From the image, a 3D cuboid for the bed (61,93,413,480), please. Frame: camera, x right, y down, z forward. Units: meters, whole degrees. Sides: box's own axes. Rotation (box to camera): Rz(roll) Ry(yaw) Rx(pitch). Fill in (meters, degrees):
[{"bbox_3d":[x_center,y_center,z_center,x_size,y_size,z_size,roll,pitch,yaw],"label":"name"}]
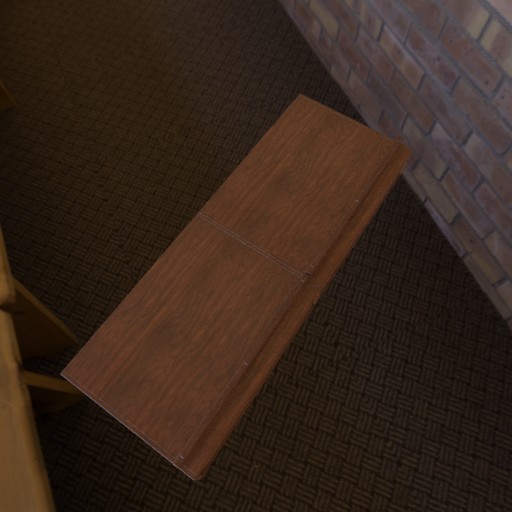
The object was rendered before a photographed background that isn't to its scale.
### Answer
[{"bbox_3d":[0.000,0.000,2.378,0.787,0.326,2.057,32,69,14],"label":"bed"}]
